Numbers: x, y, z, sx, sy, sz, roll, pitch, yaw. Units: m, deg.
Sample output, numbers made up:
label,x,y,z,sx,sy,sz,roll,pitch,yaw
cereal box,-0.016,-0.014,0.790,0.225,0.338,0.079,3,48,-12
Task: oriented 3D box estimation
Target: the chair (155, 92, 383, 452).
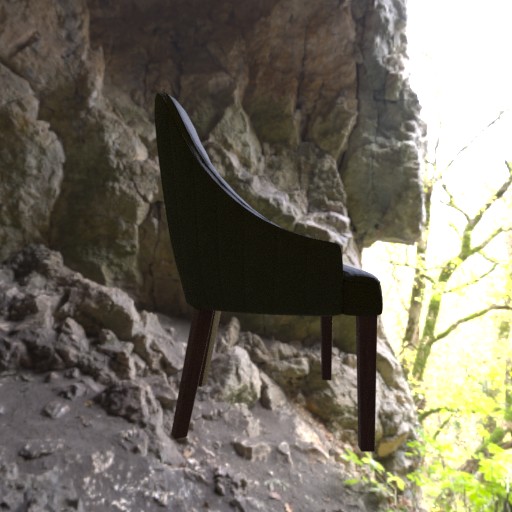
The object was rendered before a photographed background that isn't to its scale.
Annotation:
label,x,y,z,sx,sy,sz,roll,pitch,yaw
chair,0.000,0.000,1.307,0.575,0.889,0.643,0,0,0
